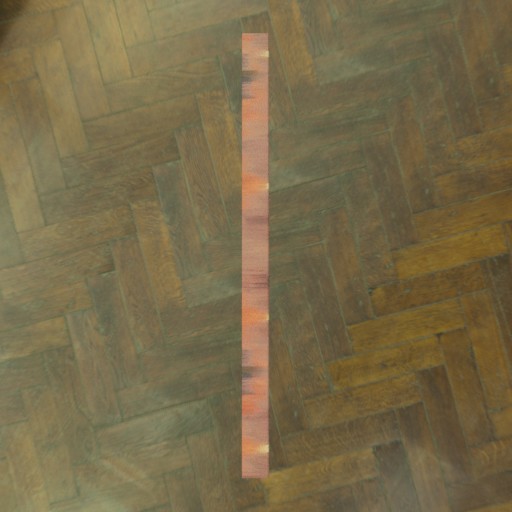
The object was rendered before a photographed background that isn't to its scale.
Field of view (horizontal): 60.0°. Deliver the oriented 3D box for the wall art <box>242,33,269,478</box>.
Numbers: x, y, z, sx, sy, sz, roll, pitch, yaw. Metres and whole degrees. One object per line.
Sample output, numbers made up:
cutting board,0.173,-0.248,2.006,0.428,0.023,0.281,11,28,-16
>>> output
wall art,0.000,0.000,0.903,0.037,0.609,0.603,0,90,0
